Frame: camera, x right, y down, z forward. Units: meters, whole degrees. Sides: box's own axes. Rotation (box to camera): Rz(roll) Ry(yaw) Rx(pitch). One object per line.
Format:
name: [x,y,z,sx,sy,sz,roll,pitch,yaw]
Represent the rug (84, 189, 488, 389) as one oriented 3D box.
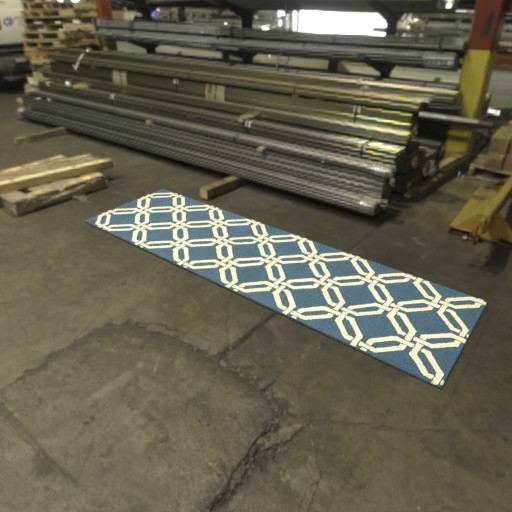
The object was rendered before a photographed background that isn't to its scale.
rug: [0.000,0.000,2.477,2.276,0.014,0.678,22,37,32]
